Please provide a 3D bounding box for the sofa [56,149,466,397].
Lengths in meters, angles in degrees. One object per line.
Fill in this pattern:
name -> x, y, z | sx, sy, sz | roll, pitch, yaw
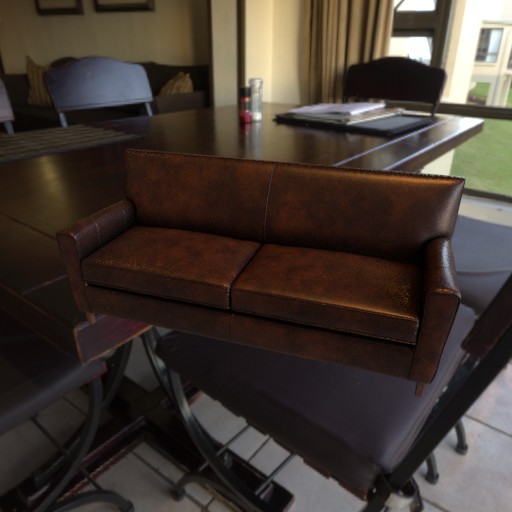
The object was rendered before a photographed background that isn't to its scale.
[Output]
sofa -> 0.000, 0.000, 2.413 | 1.995, 0.871, 0.786 | 9, 28, 17
